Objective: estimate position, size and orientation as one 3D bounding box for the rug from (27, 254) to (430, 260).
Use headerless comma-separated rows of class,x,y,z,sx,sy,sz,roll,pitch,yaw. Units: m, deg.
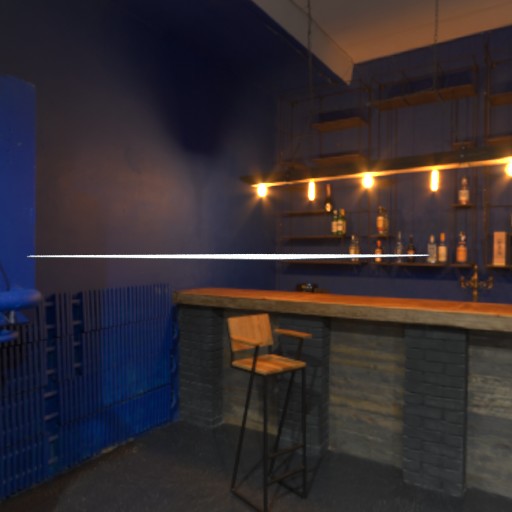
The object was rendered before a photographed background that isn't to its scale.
rug,0.000,0.000,4.145,2.438,0.012,3.048,0,1,35
